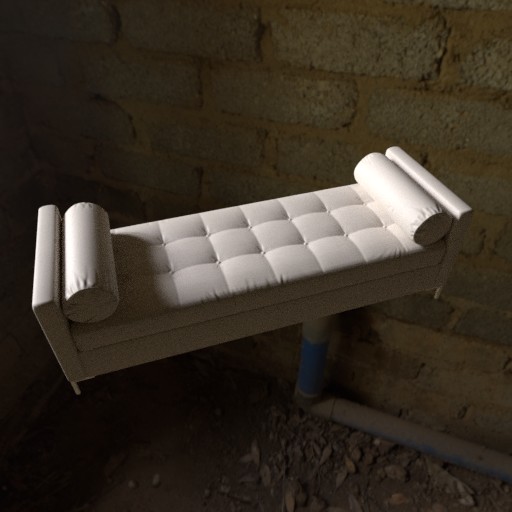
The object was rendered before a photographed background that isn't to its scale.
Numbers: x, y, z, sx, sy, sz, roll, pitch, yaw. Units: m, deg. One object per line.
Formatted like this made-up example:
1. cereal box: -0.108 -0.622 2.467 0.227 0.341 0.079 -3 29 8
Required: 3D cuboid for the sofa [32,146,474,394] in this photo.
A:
1. sofa: 0.000 0.000 2.314 1.981 0.635 0.686 -12 43 -13
